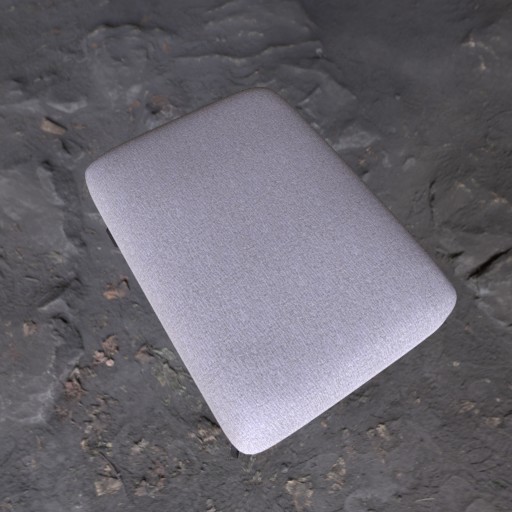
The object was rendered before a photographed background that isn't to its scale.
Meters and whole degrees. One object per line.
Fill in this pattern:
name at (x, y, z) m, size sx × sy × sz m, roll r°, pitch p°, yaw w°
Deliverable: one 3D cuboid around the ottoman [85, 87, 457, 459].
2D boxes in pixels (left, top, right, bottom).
ottoman at (0.000, 0.000, 1.091) m, size 0.568 × 0.420 × 0.772 m, roll -30°, pitch 66°, yaw -14°
